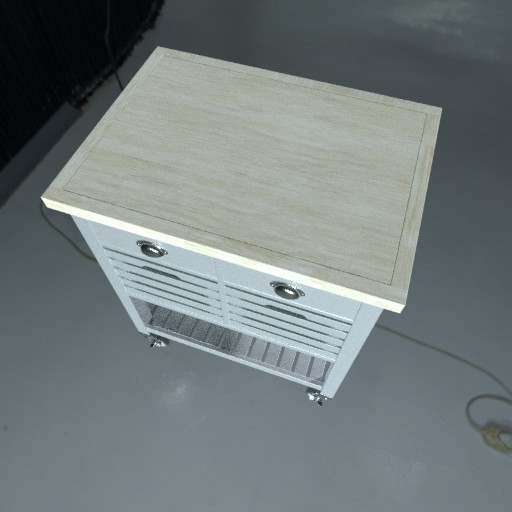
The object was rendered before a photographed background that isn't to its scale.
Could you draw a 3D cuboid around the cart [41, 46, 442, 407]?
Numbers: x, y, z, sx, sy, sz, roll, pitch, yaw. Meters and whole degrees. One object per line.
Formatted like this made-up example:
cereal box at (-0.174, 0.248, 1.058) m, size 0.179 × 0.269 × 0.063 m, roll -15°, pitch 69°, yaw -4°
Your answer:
cart at (0.000, 0.000, 1.390) m, size 0.762 × 0.914 × 0.559 m, roll 16°, pitch 60°, yaw 10°
